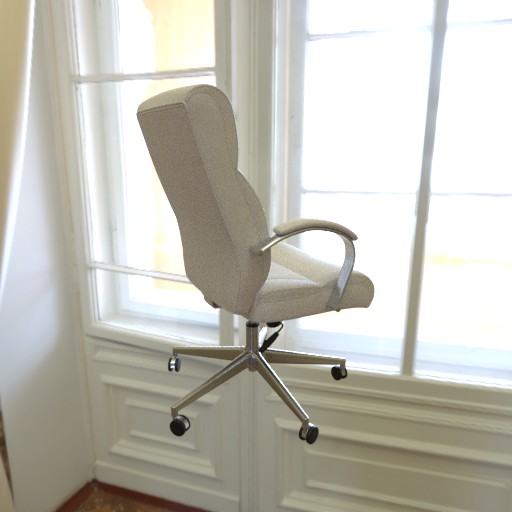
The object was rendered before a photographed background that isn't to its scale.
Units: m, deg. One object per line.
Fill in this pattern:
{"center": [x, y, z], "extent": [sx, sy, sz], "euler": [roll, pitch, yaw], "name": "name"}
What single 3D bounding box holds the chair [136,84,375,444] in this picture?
{"center": [0.000, 0.000, 1.591], "extent": [0.745, 1.099, 0.727], "euler": [-7, 16, -27], "name": "chair"}
